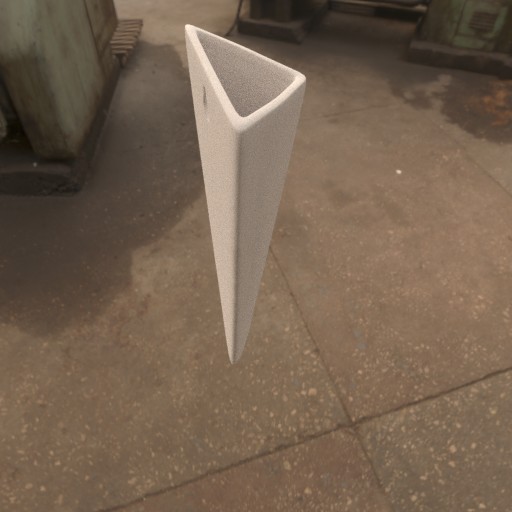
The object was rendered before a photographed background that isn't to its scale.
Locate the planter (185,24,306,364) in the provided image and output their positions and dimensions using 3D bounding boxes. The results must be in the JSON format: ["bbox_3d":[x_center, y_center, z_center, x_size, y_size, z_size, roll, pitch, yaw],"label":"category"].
[{"bbox_3d":[0.000,0.000,0.385,0.065,0.338,0.143,-12,48,-11],"label":"planter"}]
